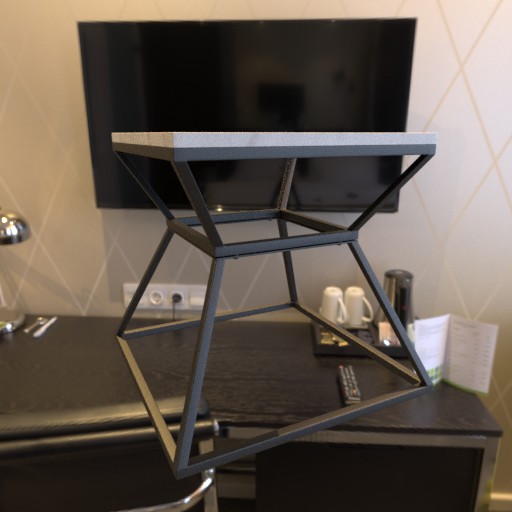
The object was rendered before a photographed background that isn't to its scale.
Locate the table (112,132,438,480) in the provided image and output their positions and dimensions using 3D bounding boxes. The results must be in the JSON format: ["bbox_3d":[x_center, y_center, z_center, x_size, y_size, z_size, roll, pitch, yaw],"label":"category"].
[{"bbox_3d":[0.000,0.000,0.805,0.455,0.431,0.455,-8,17,-26],"label":"table"}]
